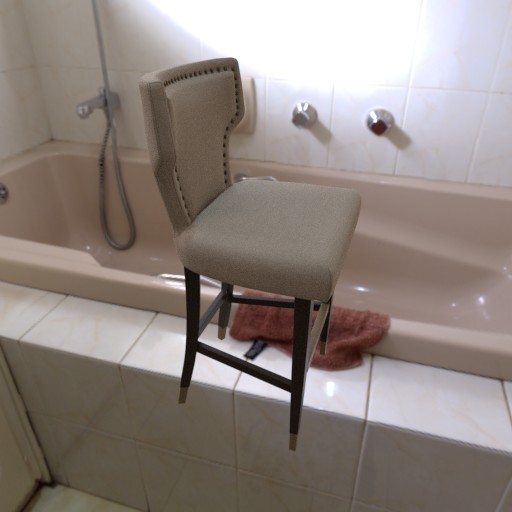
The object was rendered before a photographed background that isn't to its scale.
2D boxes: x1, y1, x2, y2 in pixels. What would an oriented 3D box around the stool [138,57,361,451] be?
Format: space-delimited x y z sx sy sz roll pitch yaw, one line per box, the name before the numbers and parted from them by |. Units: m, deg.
stool | 0.000 0.000 1.393 0.563 1.092 0.526 10 32 16
